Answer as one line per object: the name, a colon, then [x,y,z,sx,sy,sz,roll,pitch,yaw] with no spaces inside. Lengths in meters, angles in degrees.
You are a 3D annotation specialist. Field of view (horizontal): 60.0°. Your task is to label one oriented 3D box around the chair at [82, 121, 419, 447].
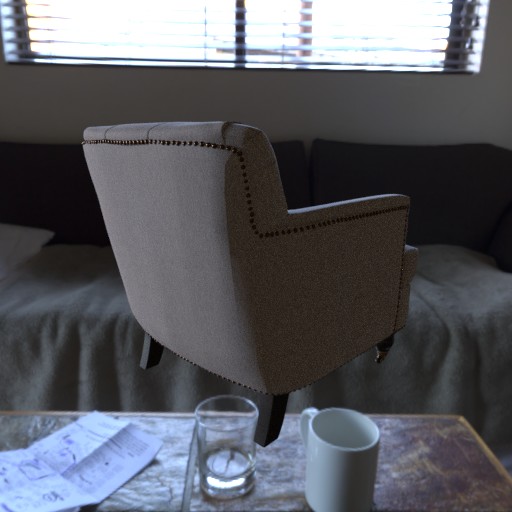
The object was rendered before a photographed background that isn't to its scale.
chair: [0.000,0.000,1.462,0.737,0.823,0.902,14,20,43]
